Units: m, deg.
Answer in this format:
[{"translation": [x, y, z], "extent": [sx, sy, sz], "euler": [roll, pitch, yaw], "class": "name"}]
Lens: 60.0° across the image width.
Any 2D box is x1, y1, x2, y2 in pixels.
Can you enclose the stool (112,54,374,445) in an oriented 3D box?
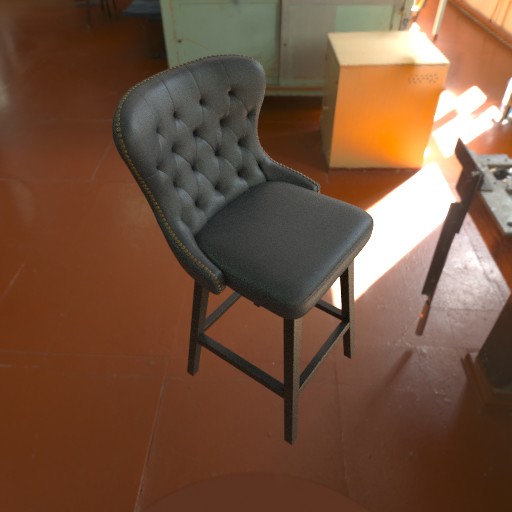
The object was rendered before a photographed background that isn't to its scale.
[{"translation": [0.000, 0.000, 1.317], "extent": [0.593, 0.971, 0.528], "euler": [26, 48, 26], "class": "stool"}]
